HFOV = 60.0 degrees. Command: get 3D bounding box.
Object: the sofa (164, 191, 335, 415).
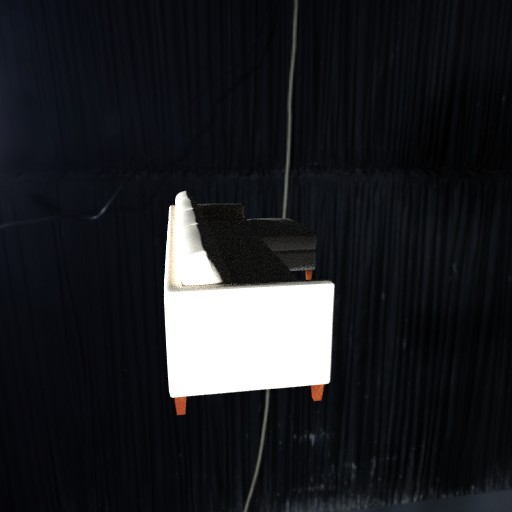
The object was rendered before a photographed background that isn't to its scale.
[{"bbox_3d":[0.000,0.000,4.126,1.603,0.954,3.471,-2,14,-10],"label":"sofa"}]
